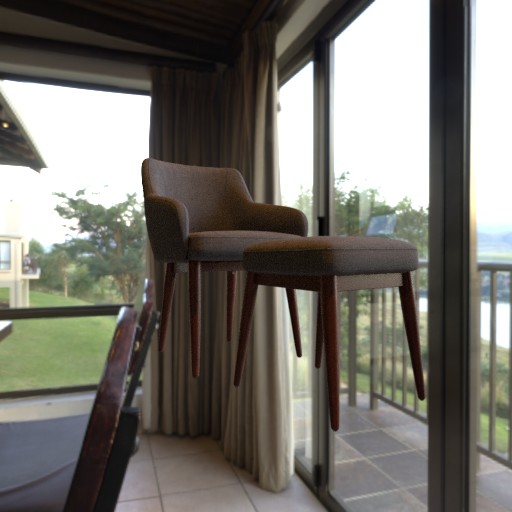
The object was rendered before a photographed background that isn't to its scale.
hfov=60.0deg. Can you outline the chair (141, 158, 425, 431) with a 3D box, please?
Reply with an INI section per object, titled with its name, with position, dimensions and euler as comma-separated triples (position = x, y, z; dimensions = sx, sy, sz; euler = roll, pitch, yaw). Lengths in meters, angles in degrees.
[chair]
position = 0.000, 0.000, 1.567
dimensions = 0.584, 0.799, 1.107
euler = -1, 1, -37
